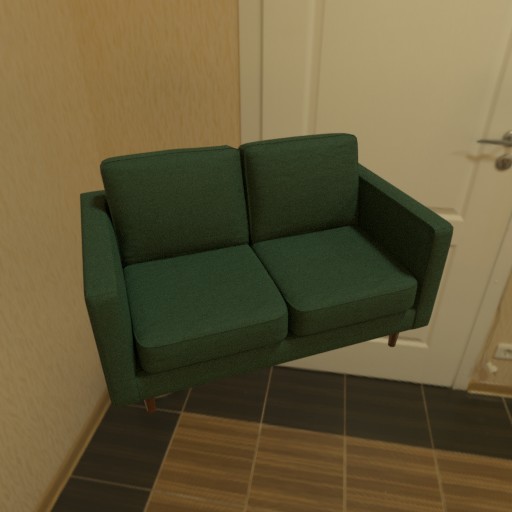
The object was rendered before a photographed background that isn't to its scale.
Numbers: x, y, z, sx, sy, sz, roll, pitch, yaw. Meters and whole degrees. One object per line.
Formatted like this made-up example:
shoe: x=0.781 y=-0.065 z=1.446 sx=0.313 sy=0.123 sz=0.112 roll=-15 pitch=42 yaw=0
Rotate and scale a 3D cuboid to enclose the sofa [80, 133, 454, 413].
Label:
sofa: x=0.000 y=0.000 z=2.032 sx=1.430 sy=0.899 sz=0.879 roll=-11 pitch=34 yaw=-16
